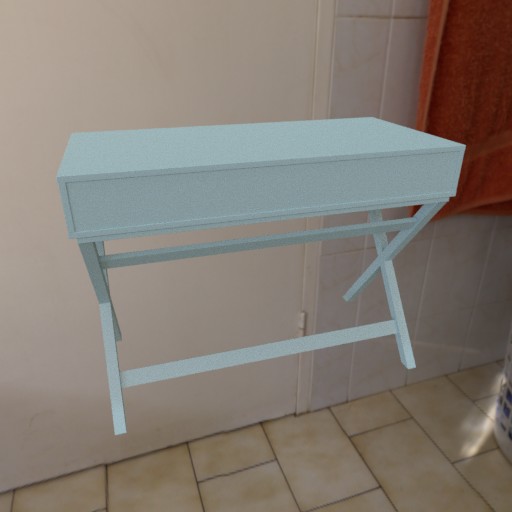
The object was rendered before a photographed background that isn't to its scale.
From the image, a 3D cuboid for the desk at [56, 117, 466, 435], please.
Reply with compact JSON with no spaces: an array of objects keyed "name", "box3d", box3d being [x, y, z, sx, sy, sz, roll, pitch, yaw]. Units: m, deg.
[{"name":"desk","box3d":[0.000,0.000,1.488,1.057,0.780,0.525,-8,27,-15]}]
